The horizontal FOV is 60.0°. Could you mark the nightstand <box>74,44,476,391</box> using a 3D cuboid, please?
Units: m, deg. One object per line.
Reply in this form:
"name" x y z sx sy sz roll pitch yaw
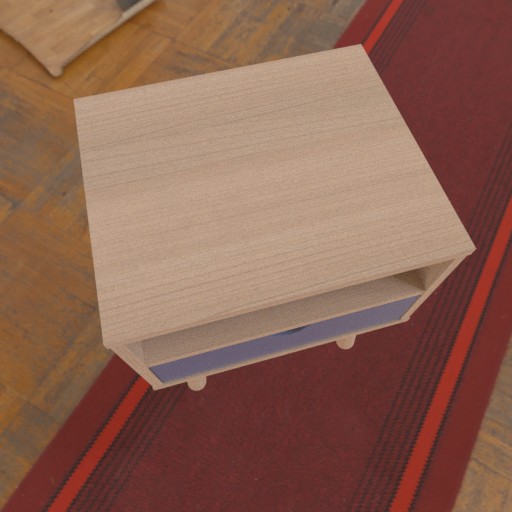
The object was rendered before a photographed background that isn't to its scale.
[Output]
"nightstand" 0.000 0.000 0.830 0.450 0.530 0.380 -14 64 -7
